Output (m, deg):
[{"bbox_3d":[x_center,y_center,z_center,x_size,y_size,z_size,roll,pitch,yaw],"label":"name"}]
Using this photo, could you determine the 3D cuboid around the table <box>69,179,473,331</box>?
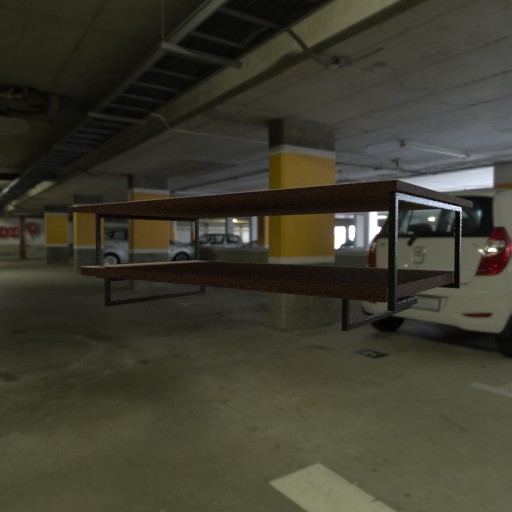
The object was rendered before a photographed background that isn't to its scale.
[{"bbox_3d":[0.000,0.000,1.491,1.197,0.347,0.651,2,3,38],"label":"table"}]
